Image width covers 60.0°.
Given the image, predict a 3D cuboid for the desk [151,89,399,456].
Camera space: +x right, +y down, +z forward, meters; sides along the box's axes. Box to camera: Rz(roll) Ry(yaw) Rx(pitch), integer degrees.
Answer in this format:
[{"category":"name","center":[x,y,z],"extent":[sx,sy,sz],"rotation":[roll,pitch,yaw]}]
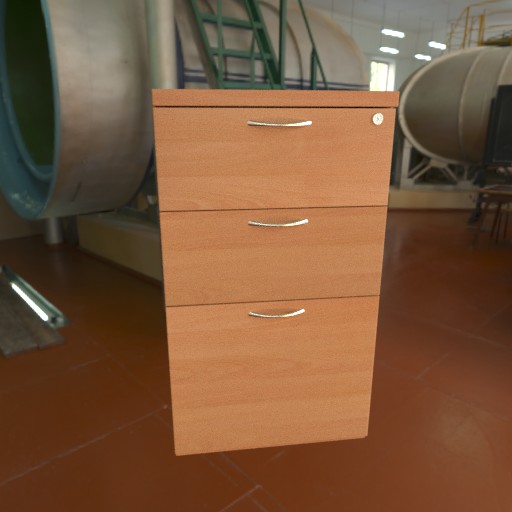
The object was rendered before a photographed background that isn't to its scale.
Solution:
[{"category":"desk","center":[0.000,0.000,1.090],"extent":[0.404,0.730,0.600],"rotation":[-2,17,-7]}]
